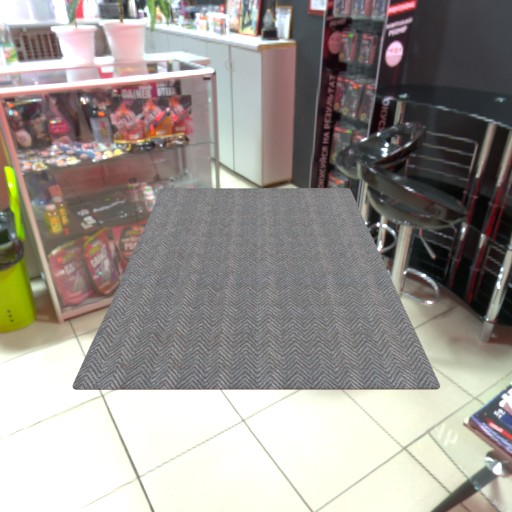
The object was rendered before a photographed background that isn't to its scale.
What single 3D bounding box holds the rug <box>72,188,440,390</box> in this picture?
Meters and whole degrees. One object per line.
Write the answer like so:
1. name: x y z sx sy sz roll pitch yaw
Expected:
1. rug: 0.000 0.000 5.139 2.894 0.011 3.957 0 32 0
